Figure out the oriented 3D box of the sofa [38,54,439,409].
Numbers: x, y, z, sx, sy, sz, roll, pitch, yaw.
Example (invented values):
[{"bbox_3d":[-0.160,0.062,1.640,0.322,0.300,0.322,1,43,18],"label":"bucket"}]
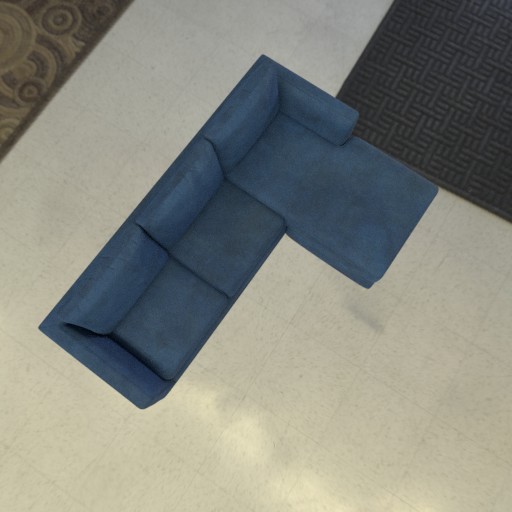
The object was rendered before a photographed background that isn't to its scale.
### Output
[{"bbox_3d":[0.000,0.000,3.119,1.622,0.987,2.438,35,79,8],"label":"sofa"}]
